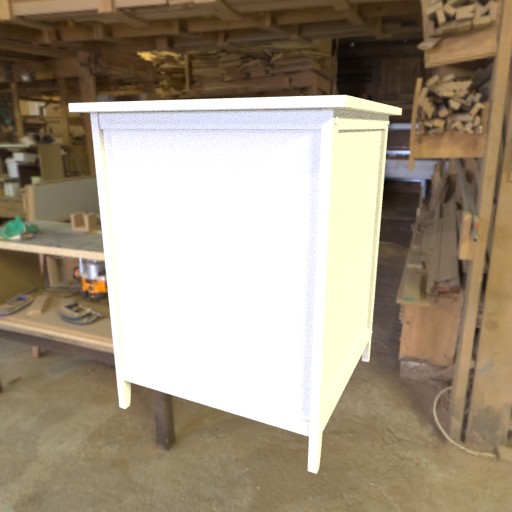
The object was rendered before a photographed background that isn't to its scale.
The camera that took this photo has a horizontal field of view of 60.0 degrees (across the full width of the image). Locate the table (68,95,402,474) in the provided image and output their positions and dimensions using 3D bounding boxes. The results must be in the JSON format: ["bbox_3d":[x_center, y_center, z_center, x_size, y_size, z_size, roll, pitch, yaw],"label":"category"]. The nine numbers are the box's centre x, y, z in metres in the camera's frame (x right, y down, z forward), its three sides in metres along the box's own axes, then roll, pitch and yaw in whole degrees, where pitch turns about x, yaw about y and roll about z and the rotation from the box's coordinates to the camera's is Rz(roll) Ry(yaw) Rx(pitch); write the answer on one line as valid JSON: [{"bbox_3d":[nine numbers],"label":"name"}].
[{"bbox_3d":[0.000,0.000,0.752,0.381,0.483,0.381,8,18,25],"label":"table"}]
